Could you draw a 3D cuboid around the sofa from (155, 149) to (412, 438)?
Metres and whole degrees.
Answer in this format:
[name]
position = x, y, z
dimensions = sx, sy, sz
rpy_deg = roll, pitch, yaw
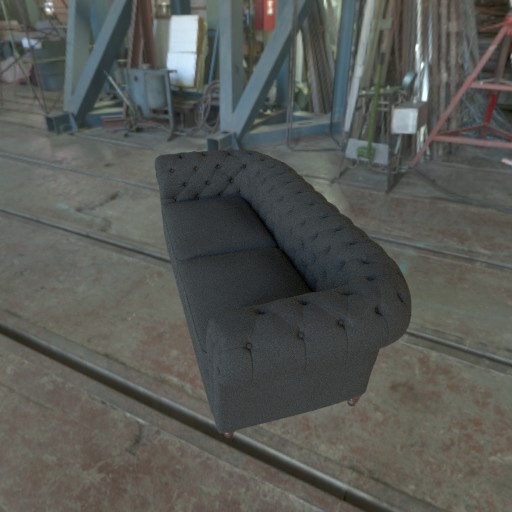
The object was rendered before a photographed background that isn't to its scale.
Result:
[sofa]
position = 0.000, 0.000, 2.763
dimensions = 0.991, 0.762, 2.362
rpy_deg = -9, 31, -15
